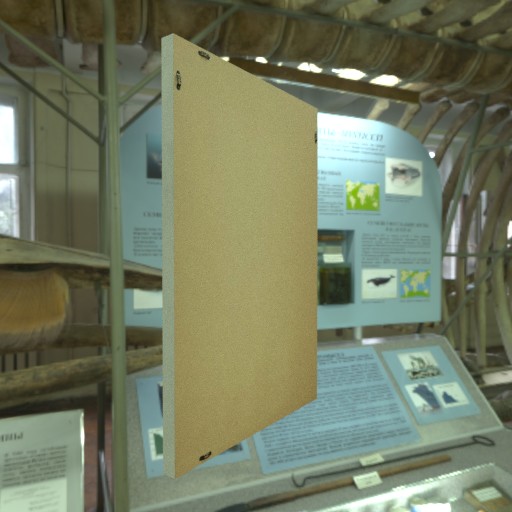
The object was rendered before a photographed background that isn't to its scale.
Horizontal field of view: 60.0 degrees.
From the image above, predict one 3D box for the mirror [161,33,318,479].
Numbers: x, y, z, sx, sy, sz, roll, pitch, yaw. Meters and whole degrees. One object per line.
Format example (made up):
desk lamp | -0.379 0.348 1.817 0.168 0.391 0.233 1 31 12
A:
mirror | 0.000 0.000 1.163 0.041 0.915 0.609 1 1 36
